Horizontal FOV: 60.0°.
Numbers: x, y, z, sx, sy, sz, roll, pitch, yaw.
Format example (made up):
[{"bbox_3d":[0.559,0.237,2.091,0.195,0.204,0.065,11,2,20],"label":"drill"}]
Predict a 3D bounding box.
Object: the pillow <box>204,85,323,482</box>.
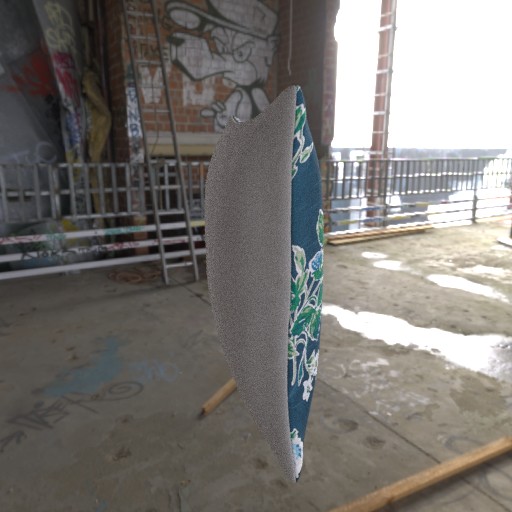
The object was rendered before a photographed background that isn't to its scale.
[{"bbox_3d":[0.000,0.000,0.786,0.166,0.508,0.525,-3,14,-10],"label":"pillow"}]
